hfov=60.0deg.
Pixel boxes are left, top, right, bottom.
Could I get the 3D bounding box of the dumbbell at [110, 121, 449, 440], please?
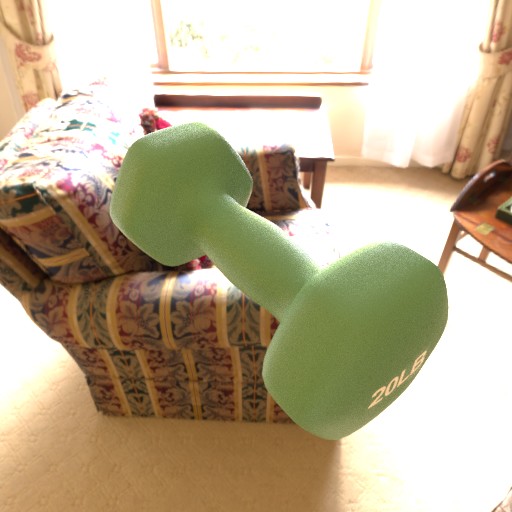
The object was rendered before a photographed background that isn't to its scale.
[{"bbox_3d":[0.000,0.000,0.316,0.126,0.114,0.257,-27,47,-27],"label":"dumbbell"}]
